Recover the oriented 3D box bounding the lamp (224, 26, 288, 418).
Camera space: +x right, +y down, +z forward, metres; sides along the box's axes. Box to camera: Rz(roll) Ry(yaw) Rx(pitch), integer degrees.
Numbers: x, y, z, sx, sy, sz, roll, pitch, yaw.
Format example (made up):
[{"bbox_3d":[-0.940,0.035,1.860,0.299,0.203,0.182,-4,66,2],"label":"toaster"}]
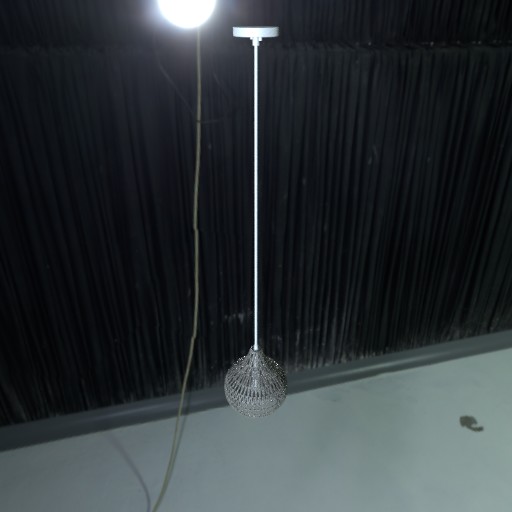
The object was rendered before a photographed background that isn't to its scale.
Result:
[{"bbox_3d":[0.000,0.000,2.089,0.355,1.919,0.355,-10,31,-17],"label":"lamp"}]
